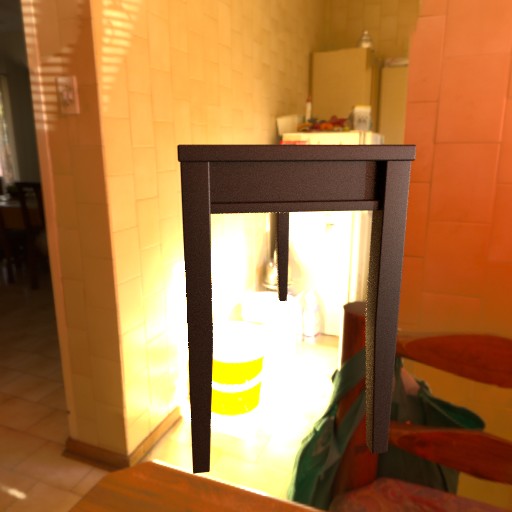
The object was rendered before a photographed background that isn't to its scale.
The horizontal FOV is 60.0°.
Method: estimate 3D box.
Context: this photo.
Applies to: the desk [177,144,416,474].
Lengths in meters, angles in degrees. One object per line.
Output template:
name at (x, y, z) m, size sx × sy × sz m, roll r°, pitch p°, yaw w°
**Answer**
desk at (0.000, 0.000, 1.591) m, size 0.508 × 0.775 × 1.220 m, roll -2°, pitch 14°, yaw -9°
